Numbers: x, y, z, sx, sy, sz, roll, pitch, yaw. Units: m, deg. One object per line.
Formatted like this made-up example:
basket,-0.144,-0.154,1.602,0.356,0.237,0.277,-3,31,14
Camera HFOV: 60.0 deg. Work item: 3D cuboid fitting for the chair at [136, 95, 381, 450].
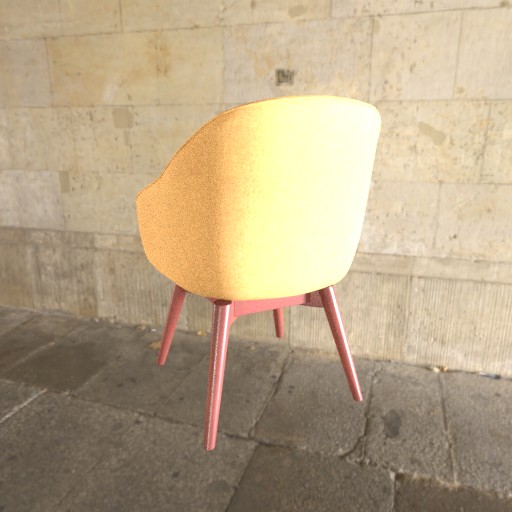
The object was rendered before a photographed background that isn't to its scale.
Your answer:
chair,0.000,0.000,1.269,0.596,0.823,0.635,-8,17,-26
